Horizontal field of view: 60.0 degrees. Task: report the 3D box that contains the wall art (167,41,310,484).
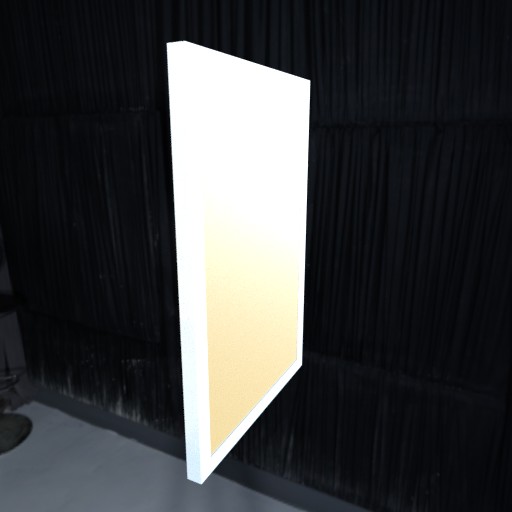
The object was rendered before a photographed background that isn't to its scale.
[{"bbox_3d":[0.000,0.000,1.151,0.039,0.915,0.612,8,17,26],"label":"wall art"}]
